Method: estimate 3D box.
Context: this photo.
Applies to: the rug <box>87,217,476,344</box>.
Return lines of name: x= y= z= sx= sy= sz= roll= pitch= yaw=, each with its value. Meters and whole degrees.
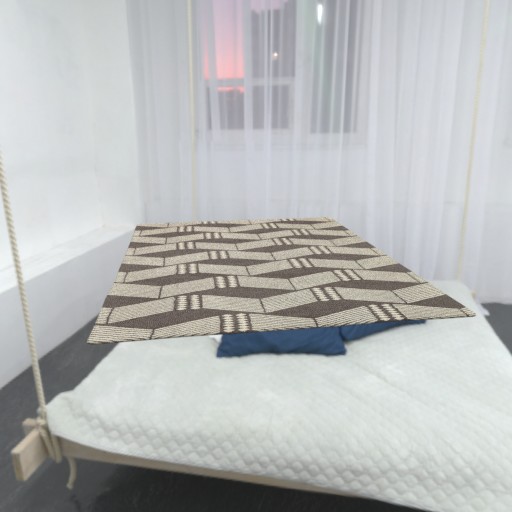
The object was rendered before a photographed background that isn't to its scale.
rug: x=0.000 y=0.000 z=4.130 sx=2.438 sy=0.016 sz=3.048 roll=-3 pitch=17 yaw=-9
